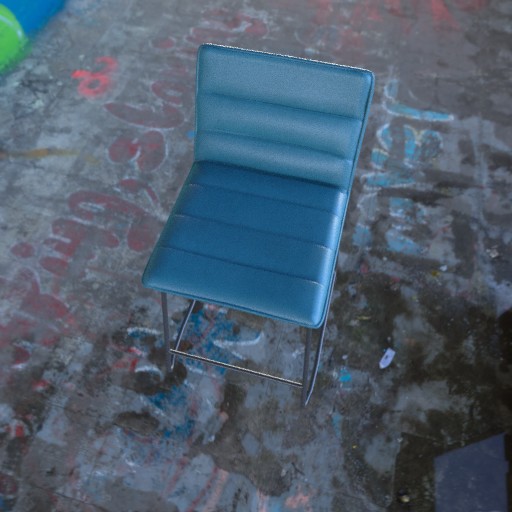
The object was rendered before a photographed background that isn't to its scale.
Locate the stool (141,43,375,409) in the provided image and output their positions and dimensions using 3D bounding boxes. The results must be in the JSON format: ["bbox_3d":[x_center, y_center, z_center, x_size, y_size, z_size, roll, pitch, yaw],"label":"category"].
[{"bbox_3d":[0.000,0.000,1.180,0.489,0.866,0.524,13,60,8],"label":"stool"}]
